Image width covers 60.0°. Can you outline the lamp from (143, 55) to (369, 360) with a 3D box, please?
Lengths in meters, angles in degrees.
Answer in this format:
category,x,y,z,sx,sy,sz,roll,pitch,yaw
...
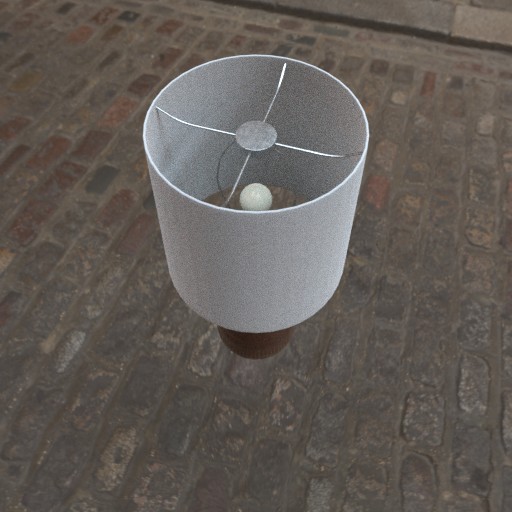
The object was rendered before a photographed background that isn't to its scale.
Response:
category,x,y,z,sx,sy,sz,roll,pitch,yaw
lamp,0.000,0.000,0.480,0.186,0.369,0.186,0,58,0
